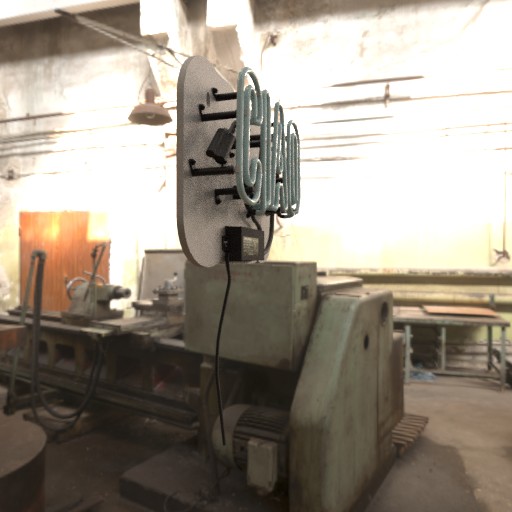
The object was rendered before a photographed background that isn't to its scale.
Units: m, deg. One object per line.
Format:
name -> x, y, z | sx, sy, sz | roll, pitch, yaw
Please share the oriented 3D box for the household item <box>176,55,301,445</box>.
household item -> 0.000, 0.000, 0.390 | 0.042, 0.294, 0.211 | 0, 0, 18
